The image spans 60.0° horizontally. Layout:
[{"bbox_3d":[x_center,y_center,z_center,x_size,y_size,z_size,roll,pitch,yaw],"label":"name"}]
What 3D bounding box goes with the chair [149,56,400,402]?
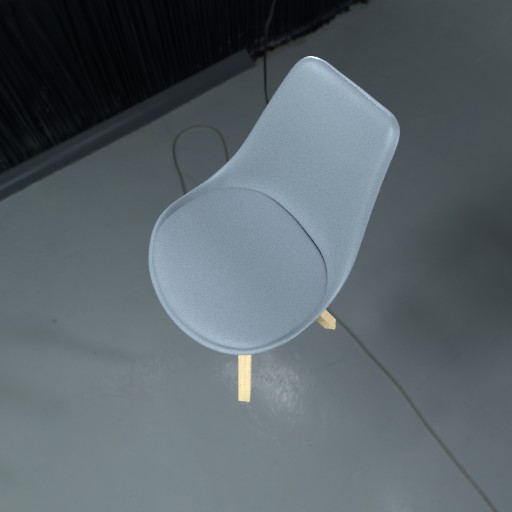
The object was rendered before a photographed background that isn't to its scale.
[{"bbox_3d":[0.000,0.000,1.185,0.549,0.850,0.485,-36,69,-16],"label":"chair"}]
